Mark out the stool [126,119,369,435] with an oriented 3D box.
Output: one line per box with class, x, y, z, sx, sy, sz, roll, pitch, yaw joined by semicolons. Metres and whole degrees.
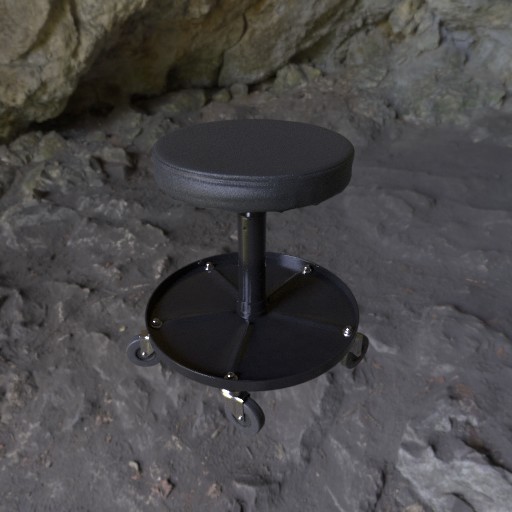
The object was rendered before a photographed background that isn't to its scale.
stool;0.000;0.000;0.695;0.381;0.365;0.382;9;31;14
